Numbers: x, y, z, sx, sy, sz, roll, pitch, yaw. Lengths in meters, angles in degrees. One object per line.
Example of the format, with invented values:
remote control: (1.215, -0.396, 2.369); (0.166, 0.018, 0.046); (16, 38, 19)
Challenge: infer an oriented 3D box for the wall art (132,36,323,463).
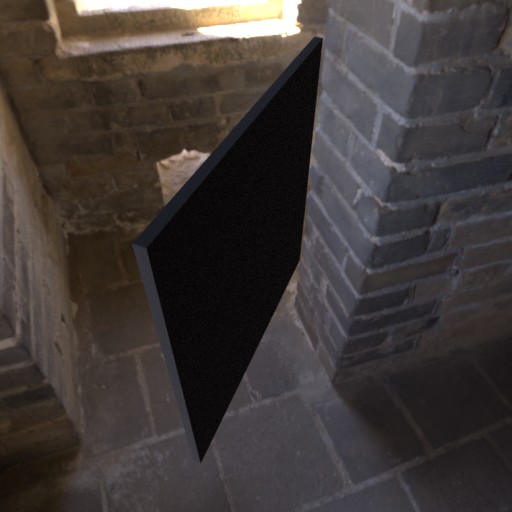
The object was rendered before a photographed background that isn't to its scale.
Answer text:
wall art: (0.000, 0.000, 0.648); (0.013, 0.458, 0.456); (17, 48, 16)
